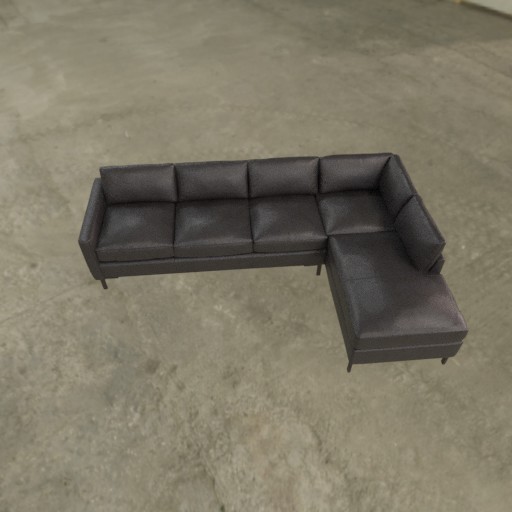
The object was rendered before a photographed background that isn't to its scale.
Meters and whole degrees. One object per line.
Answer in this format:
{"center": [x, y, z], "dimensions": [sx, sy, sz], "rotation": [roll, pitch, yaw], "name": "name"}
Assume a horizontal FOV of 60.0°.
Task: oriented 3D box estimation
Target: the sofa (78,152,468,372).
{"center": [0.000, 0.000, 3.840], "dimensions": [2.984, 0.877, 1.938], "rotation": [-4, 46, -3], "name": "sofa"}
